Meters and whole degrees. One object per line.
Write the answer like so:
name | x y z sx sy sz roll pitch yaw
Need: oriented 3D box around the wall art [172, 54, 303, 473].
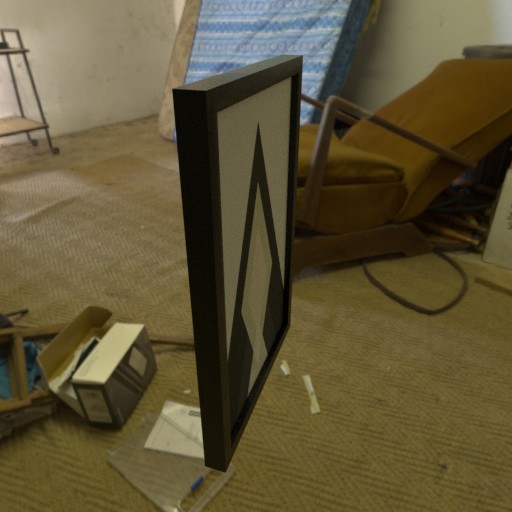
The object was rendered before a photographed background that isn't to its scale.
wall art | 0.000 0.000 0.581 0.031 0.457 0.313 9 31 16
